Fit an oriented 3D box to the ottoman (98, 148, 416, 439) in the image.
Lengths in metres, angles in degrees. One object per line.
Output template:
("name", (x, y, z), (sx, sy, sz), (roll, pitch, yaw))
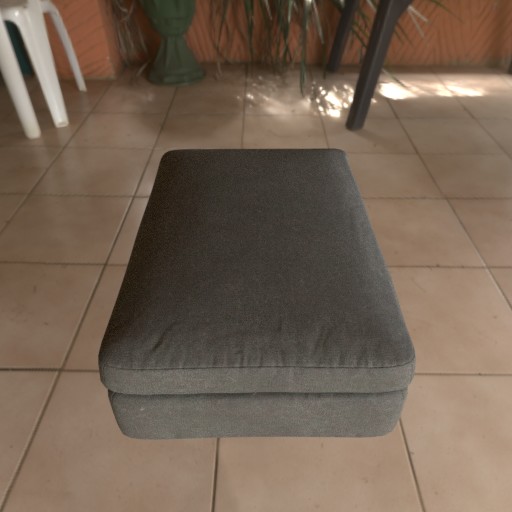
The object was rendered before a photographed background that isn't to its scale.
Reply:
("ottoman", (0.000, 0.000, 1.621), (0.840, 0.429, 1.199), (0, 40, 0))
